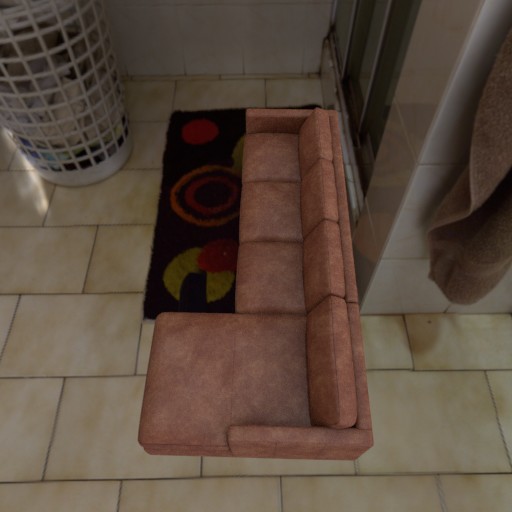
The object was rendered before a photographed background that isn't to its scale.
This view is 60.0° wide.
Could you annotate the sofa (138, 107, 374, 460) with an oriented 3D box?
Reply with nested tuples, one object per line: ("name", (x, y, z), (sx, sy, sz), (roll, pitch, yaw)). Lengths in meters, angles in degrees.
("sofa", (0.000, 0.000, 3.918), (1.581, 0.883, 3.203), (1, 57, 1))
